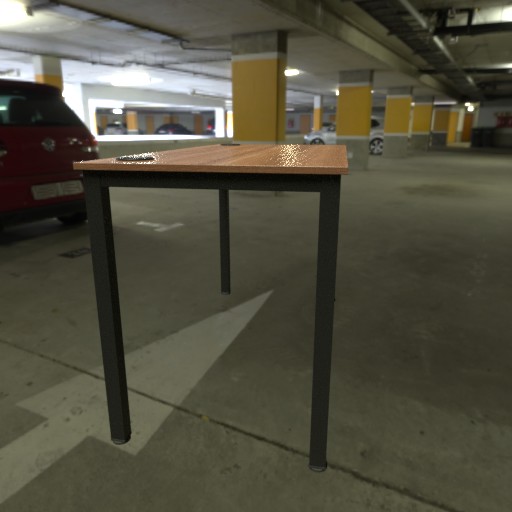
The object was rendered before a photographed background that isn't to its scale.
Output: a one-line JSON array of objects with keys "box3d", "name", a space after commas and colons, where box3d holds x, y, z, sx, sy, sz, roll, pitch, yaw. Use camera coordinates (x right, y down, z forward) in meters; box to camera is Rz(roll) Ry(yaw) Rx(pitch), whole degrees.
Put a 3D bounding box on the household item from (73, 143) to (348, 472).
[{"box3d": [0.000, 0.000, 1.599, 0.600, 0.750, 1.200, 3, 16, 10], "name": "household item"}]
